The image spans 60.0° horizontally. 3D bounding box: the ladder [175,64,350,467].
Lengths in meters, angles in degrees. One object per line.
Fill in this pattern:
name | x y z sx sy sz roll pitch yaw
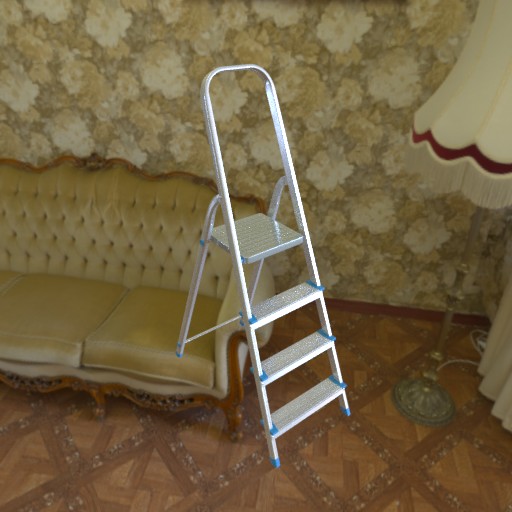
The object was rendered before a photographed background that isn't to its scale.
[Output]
ladder | 0.000 0.000 1.830 0.445 1.434 0.842 -21 36 -32
